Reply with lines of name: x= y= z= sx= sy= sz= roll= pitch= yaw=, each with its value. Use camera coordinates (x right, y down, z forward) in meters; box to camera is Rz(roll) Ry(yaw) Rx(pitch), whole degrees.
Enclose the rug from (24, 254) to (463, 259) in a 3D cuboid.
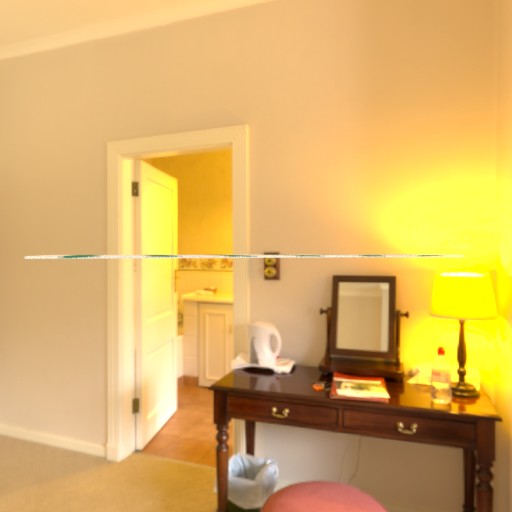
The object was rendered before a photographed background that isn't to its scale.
rug: x=0.000 y=0.000 z=2.731 sx=2.438 sy=0.012 sz=0.768 roll=0 pitch=1 yaw=-17
